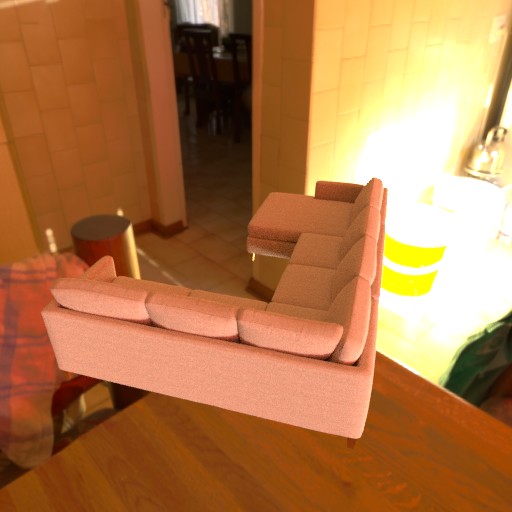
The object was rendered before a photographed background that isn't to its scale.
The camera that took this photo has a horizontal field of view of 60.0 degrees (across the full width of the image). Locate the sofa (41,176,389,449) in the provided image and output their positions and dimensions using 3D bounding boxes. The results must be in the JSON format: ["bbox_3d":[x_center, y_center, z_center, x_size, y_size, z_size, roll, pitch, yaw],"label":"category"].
[{"bbox_3d":[0.000,0.000,4.713,2.594,0.961,3.460,8,32,14],"label":"sofa"}]
